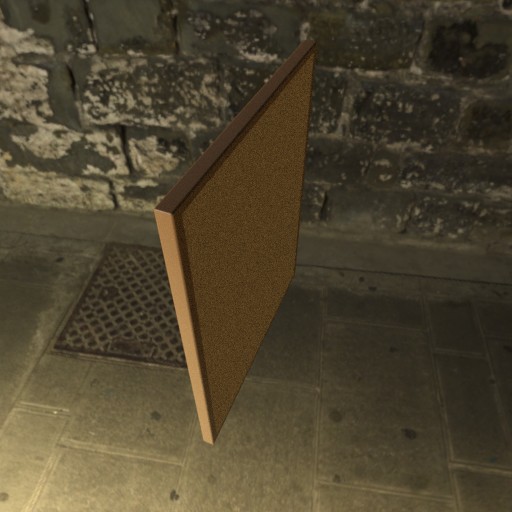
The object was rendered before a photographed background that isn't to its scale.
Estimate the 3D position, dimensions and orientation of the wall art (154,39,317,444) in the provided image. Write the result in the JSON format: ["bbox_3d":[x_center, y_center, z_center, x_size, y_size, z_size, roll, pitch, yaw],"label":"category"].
[{"bbox_3d":[0.000,0.000,0.751,0.021,0.550,0.449,17,48,16],"label":"wall art"}]
